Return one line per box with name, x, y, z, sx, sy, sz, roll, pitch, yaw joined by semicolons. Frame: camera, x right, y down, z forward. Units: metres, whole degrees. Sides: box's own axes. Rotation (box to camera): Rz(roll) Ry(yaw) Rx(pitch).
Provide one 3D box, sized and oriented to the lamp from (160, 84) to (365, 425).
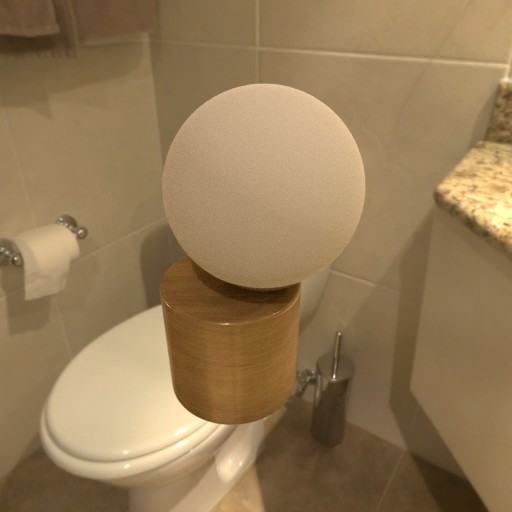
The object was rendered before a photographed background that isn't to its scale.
lamp;0.000;0.000;0.344;0.152;0.250;0.141;-1;30;-2
